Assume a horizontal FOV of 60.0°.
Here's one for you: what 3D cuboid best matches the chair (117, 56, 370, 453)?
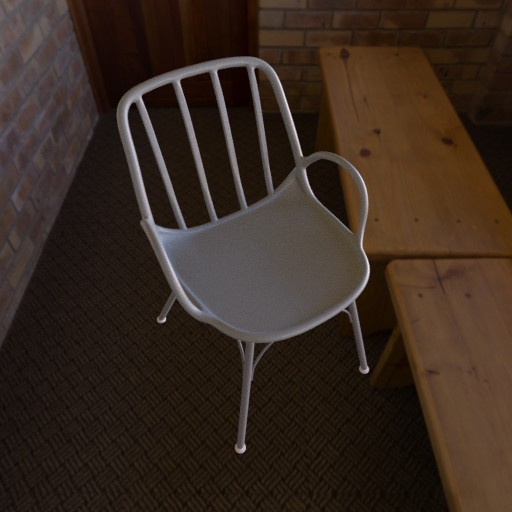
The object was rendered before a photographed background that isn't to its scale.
[{"bbox_3d":[0.000,0.000,1.196,0.549,0.816,0.597,-25,52,-21],"label":"chair"}]
